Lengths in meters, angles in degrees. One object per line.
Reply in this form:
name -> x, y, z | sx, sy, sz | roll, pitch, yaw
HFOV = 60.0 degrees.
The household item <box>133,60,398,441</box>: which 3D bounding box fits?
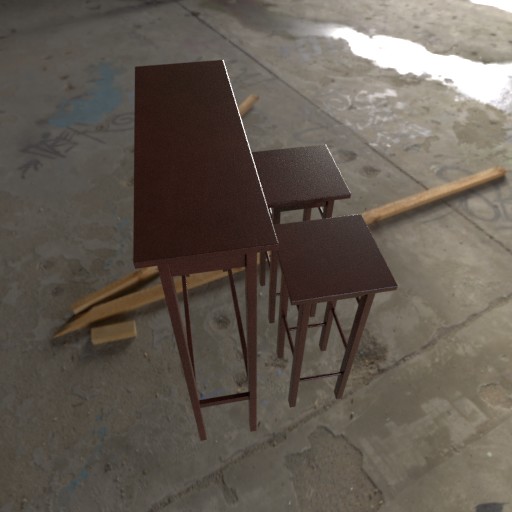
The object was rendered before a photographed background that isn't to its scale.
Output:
household item -> 0.000, 0.000, 1.644 | 0.676, 1.067, 0.914 | -8, 48, -7
